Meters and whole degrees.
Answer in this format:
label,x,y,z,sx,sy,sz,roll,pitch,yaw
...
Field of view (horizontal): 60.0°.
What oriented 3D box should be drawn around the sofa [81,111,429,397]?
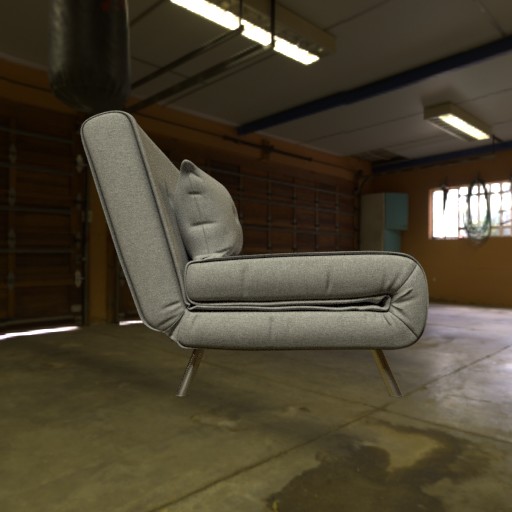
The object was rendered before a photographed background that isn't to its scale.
label,x,y,z,sx,sy,sz,roll,pitch,yaw
sofa,0.000,0.000,1.746,1.000,0.825,1.020,0,-1,0
